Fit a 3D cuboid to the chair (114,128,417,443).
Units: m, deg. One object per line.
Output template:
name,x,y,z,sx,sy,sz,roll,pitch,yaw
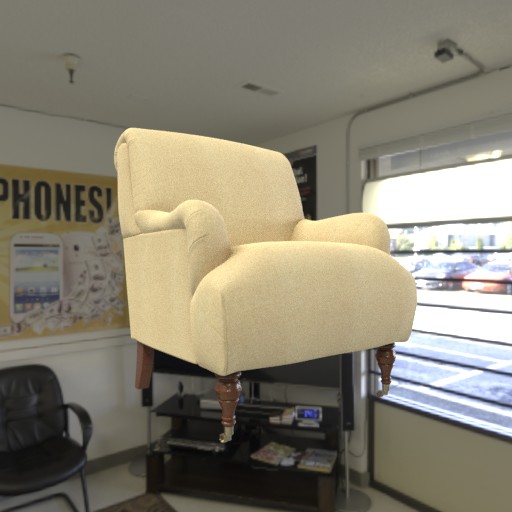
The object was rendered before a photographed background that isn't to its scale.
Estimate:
chair,0.000,0.000,1.539,0.766,0.944,0.842,0,0,-35
